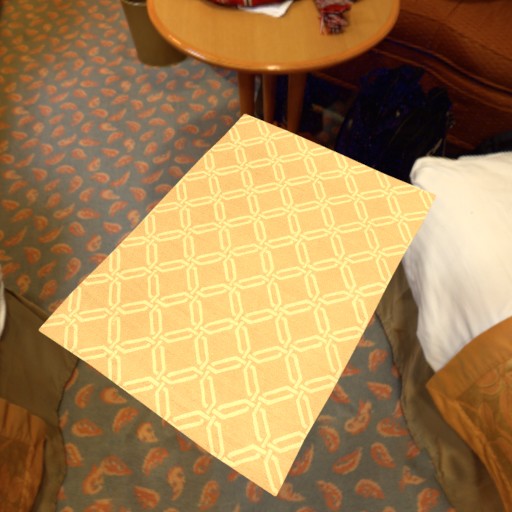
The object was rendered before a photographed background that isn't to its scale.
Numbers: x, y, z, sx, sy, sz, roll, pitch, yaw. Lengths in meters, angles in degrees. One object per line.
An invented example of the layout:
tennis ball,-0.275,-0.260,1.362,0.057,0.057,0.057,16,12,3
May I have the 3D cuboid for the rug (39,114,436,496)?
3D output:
rug,0.000,0.000,4.300,2.452,0.020,3.365,28,62,17
